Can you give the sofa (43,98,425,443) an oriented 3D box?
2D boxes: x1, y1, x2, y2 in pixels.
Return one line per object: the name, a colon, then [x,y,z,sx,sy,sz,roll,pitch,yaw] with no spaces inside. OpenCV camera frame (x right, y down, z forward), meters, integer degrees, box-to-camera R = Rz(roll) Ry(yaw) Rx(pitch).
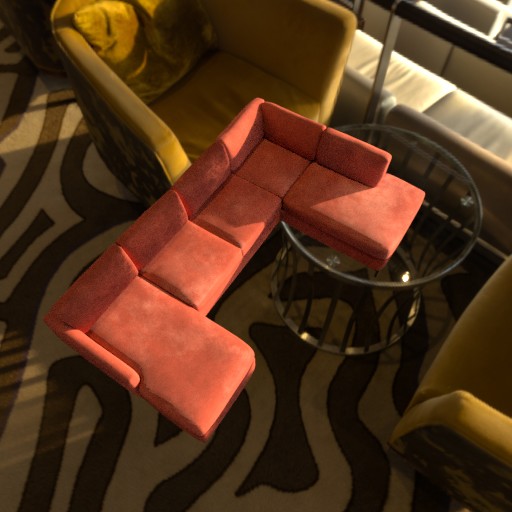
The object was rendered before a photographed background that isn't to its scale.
sofa: [0.000,0.000,3.883,1.981,0.858,2.971,29,63,17]
